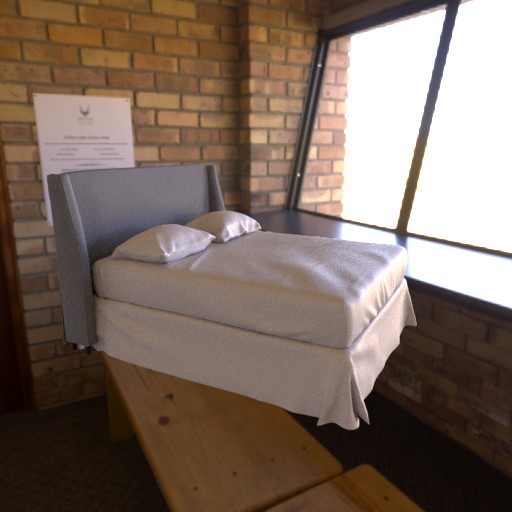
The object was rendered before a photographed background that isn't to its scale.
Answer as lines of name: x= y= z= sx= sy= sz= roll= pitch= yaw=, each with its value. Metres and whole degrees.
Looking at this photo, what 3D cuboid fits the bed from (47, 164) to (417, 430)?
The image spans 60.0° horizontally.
bed: x=0.000 y=0.000 z=3.473 sx=2.276 sy=1.332 sz=1.925 roll=7 pitch=16 yaw=28
